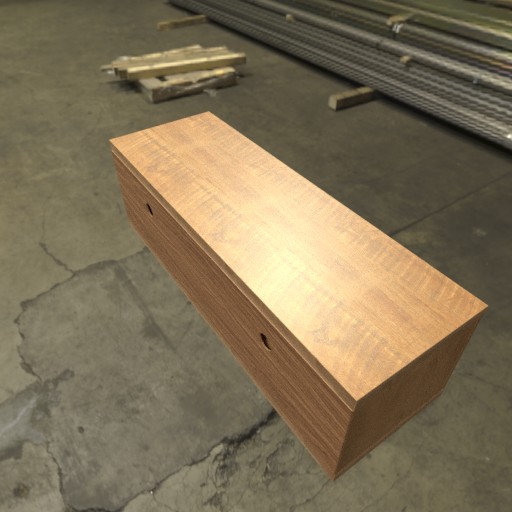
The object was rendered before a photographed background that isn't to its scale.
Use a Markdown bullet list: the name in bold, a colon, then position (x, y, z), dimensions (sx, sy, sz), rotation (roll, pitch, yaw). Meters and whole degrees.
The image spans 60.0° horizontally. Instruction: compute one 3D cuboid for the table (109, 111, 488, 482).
- **table**: position (0.000, 0.000, 1.722), dimensions (0.499, 0.491, 1.499), rotation (-25, 48, -25)
